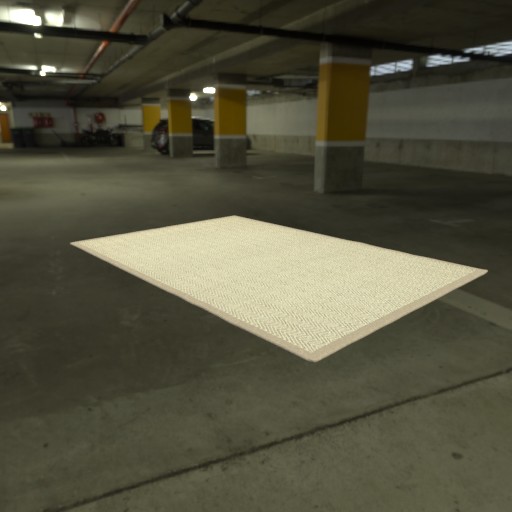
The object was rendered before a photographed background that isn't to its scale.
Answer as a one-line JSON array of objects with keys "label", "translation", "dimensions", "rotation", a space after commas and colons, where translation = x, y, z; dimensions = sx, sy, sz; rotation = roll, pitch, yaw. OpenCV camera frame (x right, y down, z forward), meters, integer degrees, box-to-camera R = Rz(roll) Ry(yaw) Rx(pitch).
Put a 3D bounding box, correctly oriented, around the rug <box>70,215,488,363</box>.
[{"label": "rug", "translation": [0.000, 0.000, 2.872], "dimensions": [1.540, 0.021, 2.290], "rotation": [-14, 21, -40]}]
